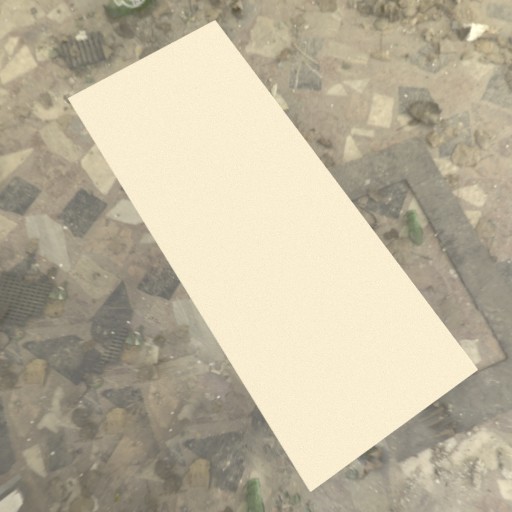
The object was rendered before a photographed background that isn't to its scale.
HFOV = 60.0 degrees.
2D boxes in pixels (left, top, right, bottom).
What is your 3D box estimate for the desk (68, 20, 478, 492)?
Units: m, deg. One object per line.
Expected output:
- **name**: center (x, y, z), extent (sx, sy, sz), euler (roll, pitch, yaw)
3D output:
- **desk**: center (0.000, 0.000, 1.694), extent (0.559, 0.774, 1.372), euler (-32, 77, -8)
